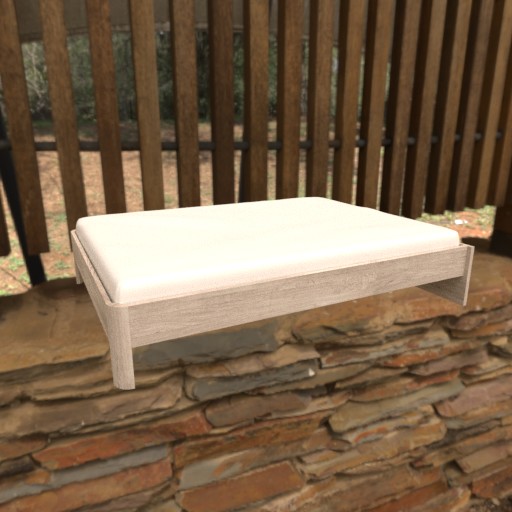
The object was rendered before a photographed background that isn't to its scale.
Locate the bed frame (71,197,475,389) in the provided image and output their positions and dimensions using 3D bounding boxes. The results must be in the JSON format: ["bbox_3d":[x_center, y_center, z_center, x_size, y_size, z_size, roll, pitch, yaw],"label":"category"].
[{"bbox_3d":[0.000,0.000,2.692,1.950,0.462,1.490,-8,19,-26],"label":"bed frame"}]
